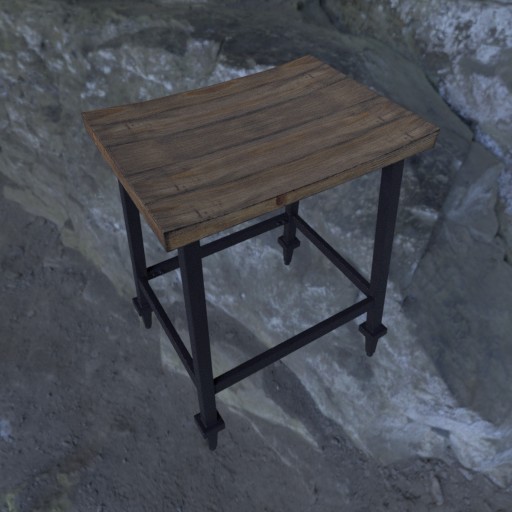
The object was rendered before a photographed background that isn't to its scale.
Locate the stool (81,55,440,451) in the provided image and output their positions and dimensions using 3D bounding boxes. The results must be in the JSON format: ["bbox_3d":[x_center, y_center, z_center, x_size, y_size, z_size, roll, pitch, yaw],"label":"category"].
[{"bbox_3d":[0.000,0.000,0.937,0.486,0.625,0.405,-23,50,-21],"label":"stool"}]
